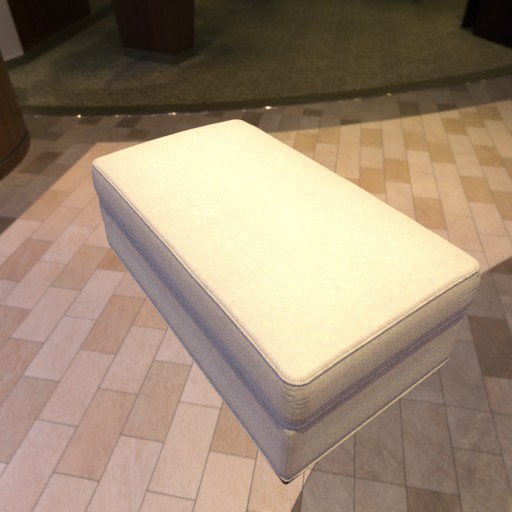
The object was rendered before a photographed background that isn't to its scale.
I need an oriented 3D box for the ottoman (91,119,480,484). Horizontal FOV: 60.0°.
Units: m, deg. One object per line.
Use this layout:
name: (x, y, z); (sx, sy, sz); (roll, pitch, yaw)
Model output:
ottoman: (0.000, 0.000, 1.383); (0.617, 0.461, 1.097); (-25, 46, -26)
